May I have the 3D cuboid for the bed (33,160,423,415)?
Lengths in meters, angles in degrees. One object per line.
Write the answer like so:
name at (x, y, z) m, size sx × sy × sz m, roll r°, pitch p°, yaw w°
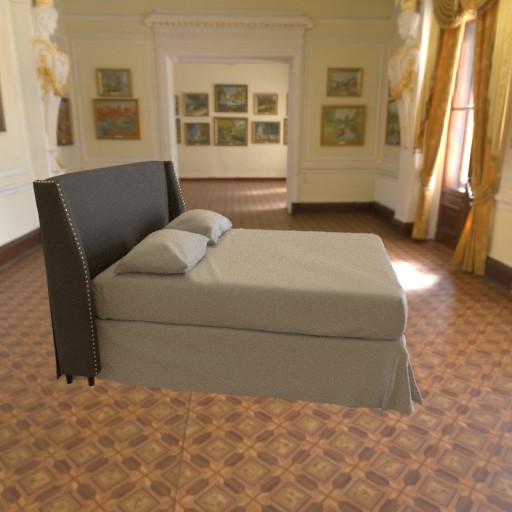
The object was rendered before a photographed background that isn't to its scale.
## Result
bed at (0.000, 0.000, 3.391) m, size 2.276 × 1.332 × 1.925 m, roll 3°, pitch 16°, yaw 10°
